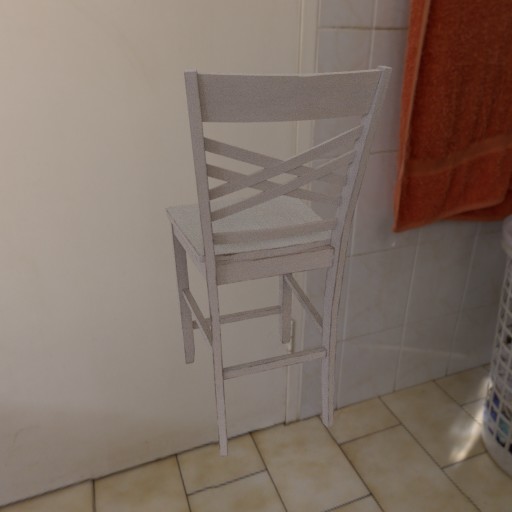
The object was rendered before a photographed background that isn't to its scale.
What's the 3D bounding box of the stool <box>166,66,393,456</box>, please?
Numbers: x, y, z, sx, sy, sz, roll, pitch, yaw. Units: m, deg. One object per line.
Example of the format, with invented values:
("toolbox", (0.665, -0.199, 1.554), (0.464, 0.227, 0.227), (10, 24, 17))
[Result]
("stool", (0.000, 0.000, 1.353), (0.462, 1.079, 0.539), (-8, 26, -17))
